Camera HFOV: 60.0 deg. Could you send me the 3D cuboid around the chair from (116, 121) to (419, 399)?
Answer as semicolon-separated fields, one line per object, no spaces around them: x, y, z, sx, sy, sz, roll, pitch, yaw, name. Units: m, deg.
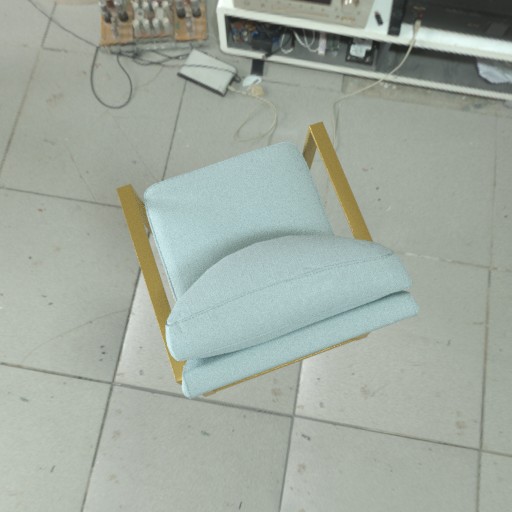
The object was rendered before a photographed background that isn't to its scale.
0.000;0.000;1.567;0.758;0.956;0.813;-19;77;-5;chair
